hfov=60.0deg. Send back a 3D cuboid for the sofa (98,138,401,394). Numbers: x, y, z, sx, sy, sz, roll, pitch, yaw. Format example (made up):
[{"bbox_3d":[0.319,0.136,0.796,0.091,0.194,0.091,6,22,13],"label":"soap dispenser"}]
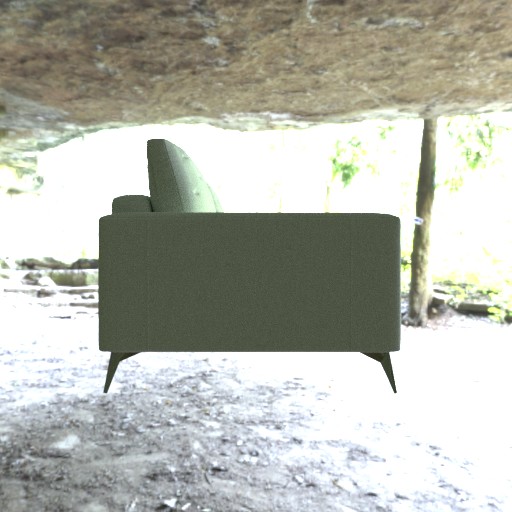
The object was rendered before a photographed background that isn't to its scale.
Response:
[{"bbox_3d":[0.000,0.000,2.095,0.920,0.790,1.650,0,0,0],"label":"sofa"}]
